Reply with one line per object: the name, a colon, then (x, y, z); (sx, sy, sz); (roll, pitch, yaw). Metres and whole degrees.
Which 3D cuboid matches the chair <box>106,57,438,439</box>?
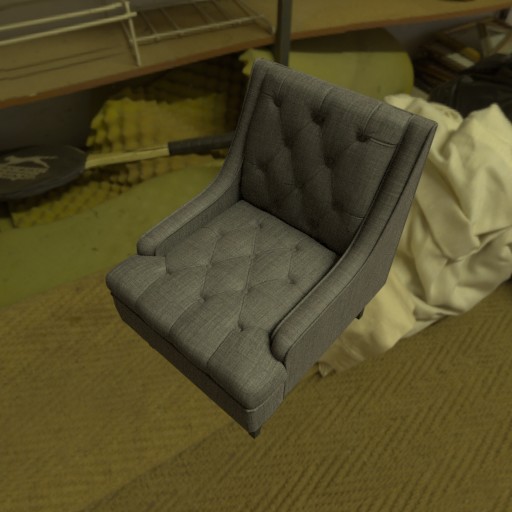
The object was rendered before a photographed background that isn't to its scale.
chair: (0.000, 0.000, 1.435); (0.655, 0.891, 0.771); (33, 55, 27)
